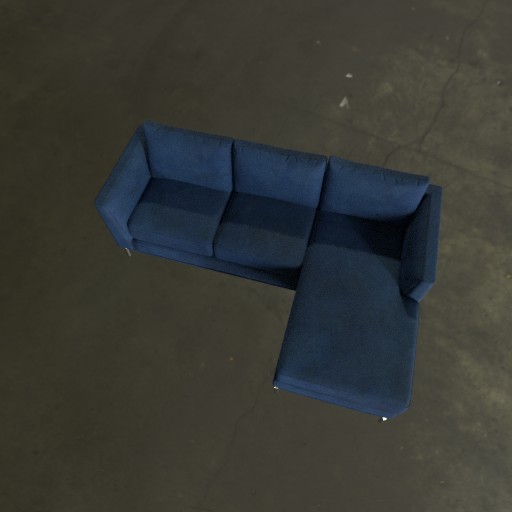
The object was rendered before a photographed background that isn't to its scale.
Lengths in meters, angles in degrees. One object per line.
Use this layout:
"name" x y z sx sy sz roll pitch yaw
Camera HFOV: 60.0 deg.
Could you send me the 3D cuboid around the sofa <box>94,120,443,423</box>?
"sofa" 0.000 0.000 3.266 2.438 0.987 1.622 13 60 8
